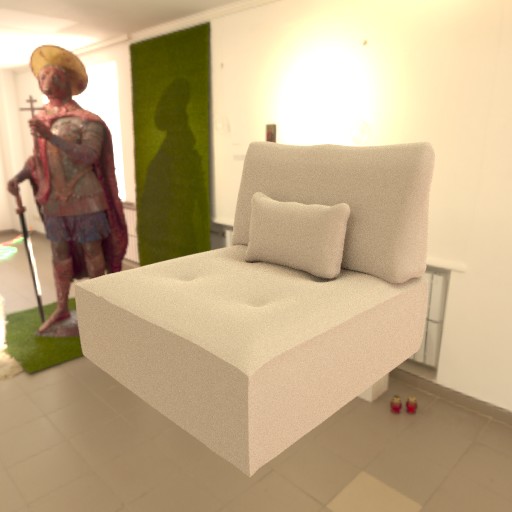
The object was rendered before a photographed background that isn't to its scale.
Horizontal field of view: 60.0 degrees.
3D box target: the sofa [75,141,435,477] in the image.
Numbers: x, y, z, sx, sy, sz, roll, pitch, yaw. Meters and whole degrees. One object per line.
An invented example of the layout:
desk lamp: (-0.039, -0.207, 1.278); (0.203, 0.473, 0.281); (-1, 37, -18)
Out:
sofa: (0.000, 0.000, 1.658); (0.935, 0.828, 1.000); (14, 20, 43)
